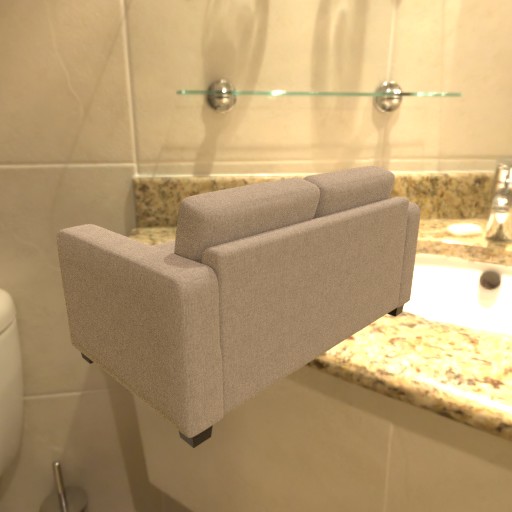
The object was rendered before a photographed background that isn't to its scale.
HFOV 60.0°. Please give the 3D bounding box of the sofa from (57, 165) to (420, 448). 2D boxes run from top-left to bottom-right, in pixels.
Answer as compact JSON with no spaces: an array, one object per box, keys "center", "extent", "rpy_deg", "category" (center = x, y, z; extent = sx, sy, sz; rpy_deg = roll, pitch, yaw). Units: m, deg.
[{"center":[0.000,0.000,2.098],"extent":[0.900,0.800,1.540],"rpy_deg":[17,25,42],"category":"sofa"}]
